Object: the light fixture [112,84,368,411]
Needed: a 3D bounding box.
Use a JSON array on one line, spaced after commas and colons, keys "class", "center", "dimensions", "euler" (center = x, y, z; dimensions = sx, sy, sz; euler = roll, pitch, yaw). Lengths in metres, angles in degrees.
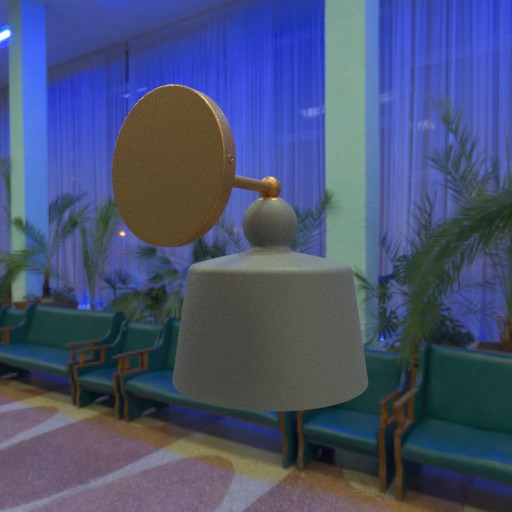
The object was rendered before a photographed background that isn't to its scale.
[{"class": "light fixture", "center": [0.000, 0.000, 0.450], "dimensions": [0.204, 0.268, 0.254], "euler": [1, 1, 35]}]
